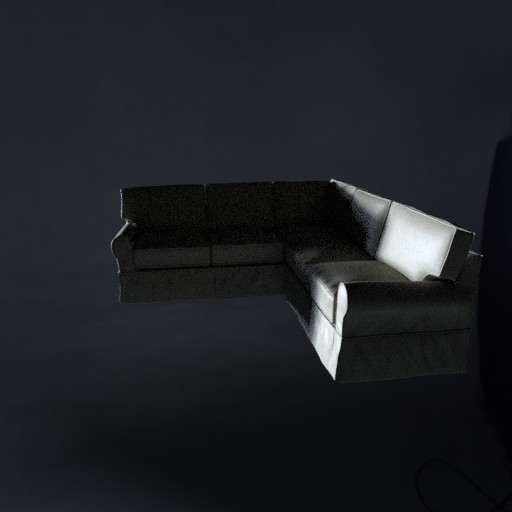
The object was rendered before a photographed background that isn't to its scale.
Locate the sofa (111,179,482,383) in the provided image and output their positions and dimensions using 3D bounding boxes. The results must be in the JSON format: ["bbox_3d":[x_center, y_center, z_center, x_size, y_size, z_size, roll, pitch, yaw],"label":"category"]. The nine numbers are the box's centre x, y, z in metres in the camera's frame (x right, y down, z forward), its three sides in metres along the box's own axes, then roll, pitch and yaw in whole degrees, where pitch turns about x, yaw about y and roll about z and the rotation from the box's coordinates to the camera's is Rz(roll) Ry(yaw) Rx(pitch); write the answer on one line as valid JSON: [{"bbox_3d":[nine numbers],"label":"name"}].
[{"bbox_3d":[0.000,0.000,3.979,2.618,1.081,2.623,-3,16,-9],"label":"sofa"}]
